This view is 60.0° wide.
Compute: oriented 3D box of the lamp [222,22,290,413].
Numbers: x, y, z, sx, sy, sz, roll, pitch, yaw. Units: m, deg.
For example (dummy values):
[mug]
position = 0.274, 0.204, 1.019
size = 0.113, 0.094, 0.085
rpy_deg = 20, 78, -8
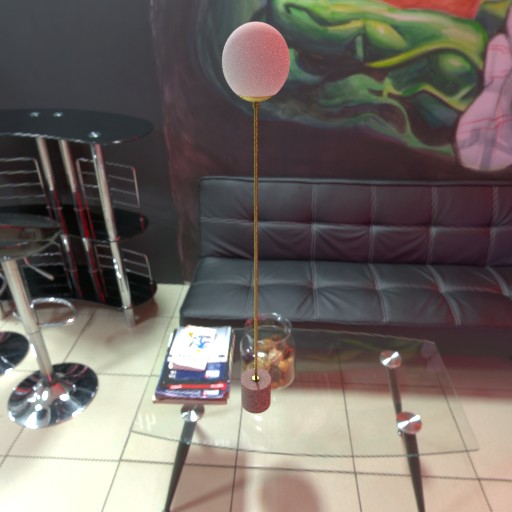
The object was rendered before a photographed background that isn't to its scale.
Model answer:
[lamp]
position = 0.000, 0.000, 1.870
size = 0.229, 1.748, 0.229
rpy_deg = 20, 35, 31
